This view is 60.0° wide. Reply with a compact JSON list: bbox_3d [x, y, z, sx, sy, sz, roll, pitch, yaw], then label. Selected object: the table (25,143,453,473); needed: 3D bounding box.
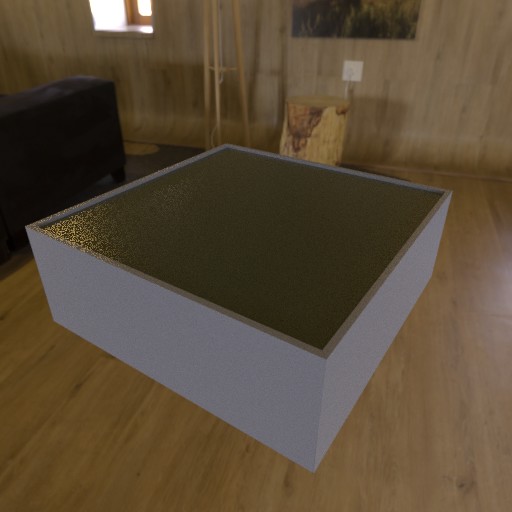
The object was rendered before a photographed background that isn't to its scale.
[{"bbox_3d":[0.000,0.000,1.238,0.801,0.299,0.801,19,36,28],"label":"table"}]
